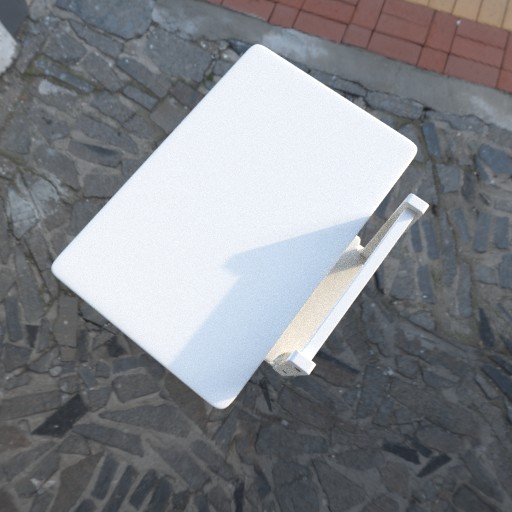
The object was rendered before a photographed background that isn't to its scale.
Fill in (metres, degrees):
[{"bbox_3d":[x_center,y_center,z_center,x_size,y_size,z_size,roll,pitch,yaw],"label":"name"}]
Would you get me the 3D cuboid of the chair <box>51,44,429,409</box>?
[{"bbox_3d":[0.000,0.000,1.056,0.461,0.673,0.599,37,78,9],"label":"chair"}]
